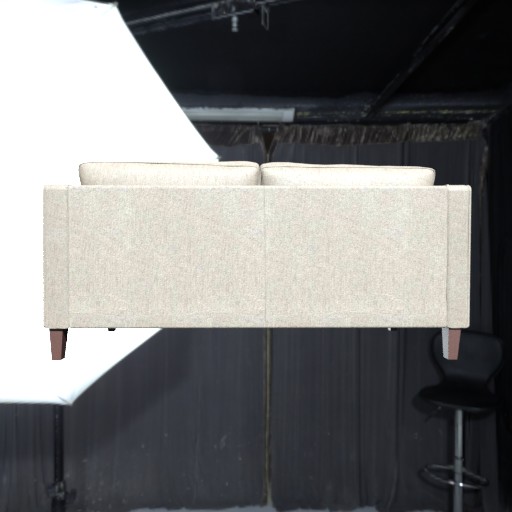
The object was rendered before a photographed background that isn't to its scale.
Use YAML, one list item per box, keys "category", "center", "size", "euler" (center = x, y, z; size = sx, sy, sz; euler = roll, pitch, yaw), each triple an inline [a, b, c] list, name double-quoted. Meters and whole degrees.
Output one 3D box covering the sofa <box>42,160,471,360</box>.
- category: "sofa"
  center: [0.000, 0.000, 2.766]
  size: [2.181, 1.074, 1.073]
  euler: [0, 0, -1]
